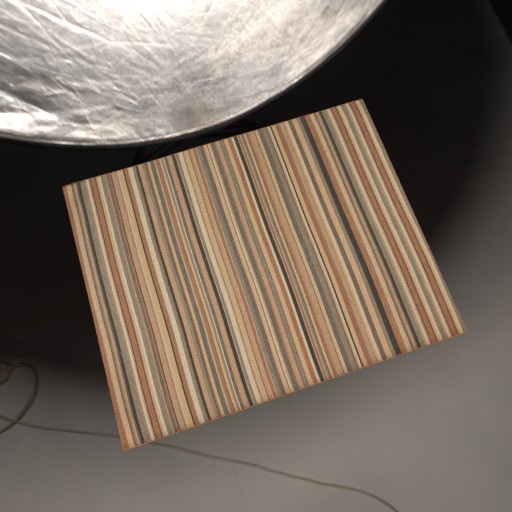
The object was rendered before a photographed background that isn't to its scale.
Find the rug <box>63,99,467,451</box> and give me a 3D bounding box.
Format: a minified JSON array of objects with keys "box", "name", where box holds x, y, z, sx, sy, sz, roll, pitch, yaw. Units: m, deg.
[{"box":[0.000,0.000,4.001,3.045,0.011,2.436,-18,75,-5],"name":"rug"}]
